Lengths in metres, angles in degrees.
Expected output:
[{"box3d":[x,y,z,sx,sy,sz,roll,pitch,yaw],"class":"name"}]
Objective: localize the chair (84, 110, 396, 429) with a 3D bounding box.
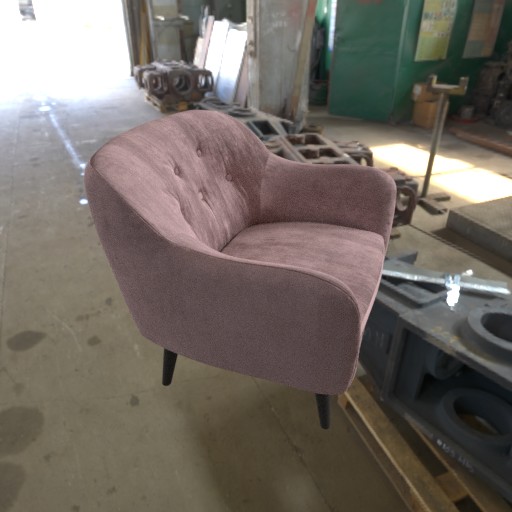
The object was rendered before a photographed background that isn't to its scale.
[{"box3d":[0.000,0.000,1.490,0.820,0.820,0.840,11,32,18],"class":"chair"}]
